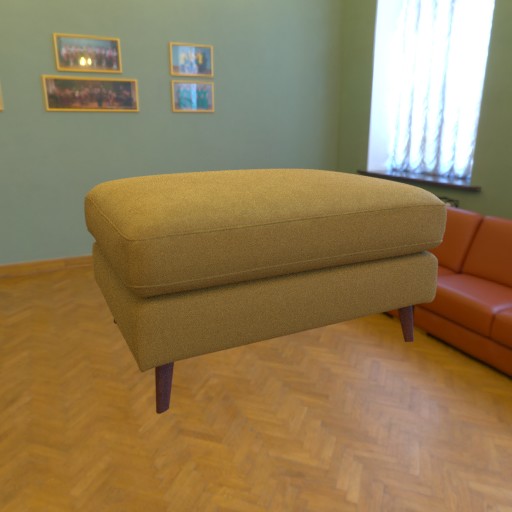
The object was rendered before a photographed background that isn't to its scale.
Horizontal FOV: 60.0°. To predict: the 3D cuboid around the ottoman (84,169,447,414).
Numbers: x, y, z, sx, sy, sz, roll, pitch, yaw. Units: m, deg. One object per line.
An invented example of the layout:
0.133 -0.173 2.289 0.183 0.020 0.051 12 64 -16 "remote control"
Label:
0.000 0.000 1.205 0.811 0.449 0.608 -8 18 -26 "ottoman"
